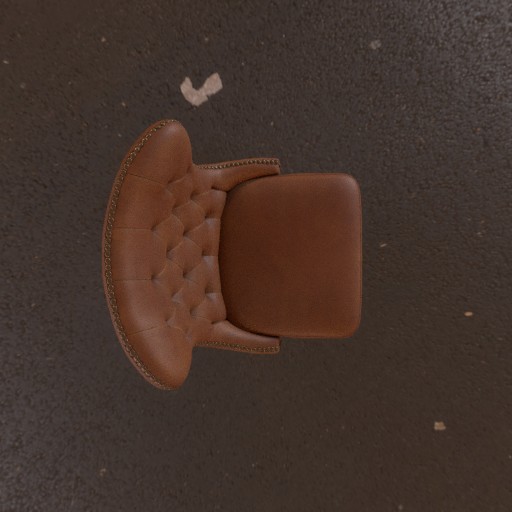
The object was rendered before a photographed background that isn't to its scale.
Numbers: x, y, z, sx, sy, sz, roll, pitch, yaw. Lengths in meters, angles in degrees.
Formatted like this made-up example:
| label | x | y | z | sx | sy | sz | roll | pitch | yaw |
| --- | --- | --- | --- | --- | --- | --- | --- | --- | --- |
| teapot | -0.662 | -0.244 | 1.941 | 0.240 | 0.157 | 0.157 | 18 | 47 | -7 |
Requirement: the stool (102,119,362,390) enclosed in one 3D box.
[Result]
| label | x | y | z | sx | sy | sz | roll | pitch | yaw |
| --- | --- | --- | --- | --- | --- | --- | --- | --- | --- |
| stool | 0.000 | 0.000 | 1.293 | 0.593 | 0.971 | 0.528 | 0 | 90 | -1 |
